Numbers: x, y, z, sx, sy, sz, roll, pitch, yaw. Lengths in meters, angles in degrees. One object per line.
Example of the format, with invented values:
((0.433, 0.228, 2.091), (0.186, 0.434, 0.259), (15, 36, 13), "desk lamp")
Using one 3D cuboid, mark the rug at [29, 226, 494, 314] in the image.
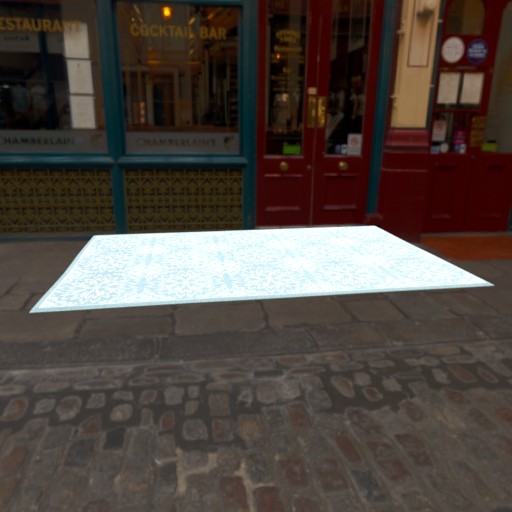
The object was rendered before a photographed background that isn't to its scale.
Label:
((0.000, 0.000, 2.305), (1.840, 0.012, 1.219), (-2, 16, -9), "rug")
